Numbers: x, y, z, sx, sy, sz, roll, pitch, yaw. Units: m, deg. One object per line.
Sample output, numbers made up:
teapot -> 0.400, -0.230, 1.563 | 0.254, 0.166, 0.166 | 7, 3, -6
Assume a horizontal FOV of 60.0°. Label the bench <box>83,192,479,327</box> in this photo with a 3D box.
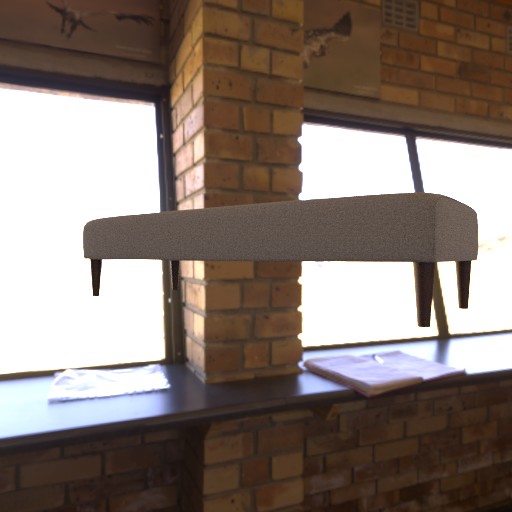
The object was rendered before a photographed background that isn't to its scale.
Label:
bench -> 0.000, 0.000, 1.852 | 1.598, 0.383, 0.631 | 0, 0, 36
